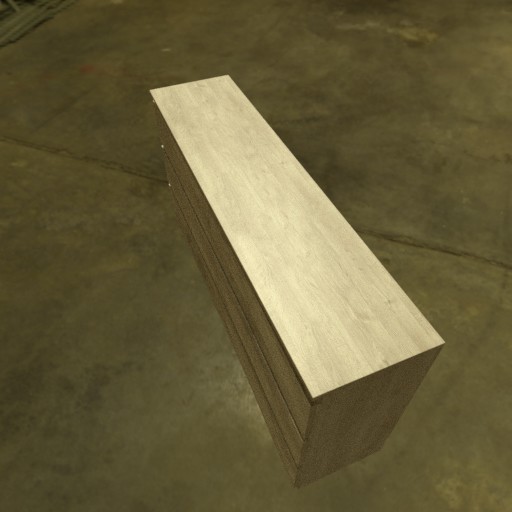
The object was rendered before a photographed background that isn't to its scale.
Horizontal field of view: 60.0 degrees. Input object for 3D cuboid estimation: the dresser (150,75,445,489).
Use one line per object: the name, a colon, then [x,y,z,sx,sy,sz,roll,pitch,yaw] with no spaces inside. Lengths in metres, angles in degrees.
dresser: [0.000,0.000,1.868,0.390,0.795,1.590,-18,50,-15]
